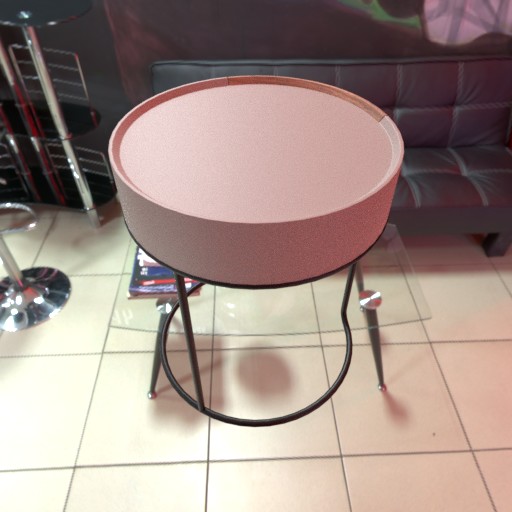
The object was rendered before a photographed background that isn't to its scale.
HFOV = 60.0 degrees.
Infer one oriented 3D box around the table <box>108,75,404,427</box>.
[{"bbox_3d":[0.000,0.000,0.870,0.450,0.530,0.450,0,44,0],"label":"table"}]
